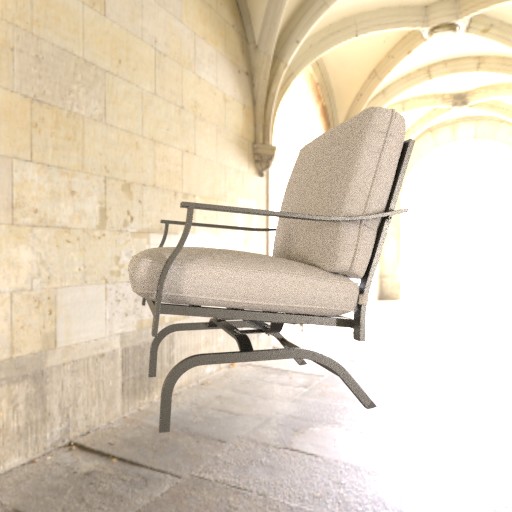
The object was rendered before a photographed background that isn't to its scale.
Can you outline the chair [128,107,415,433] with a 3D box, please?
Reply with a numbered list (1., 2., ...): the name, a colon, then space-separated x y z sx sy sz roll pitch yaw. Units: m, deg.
1. chair: 0.000 0.000 1.422 0.787 0.860 0.650 0 1 -17
